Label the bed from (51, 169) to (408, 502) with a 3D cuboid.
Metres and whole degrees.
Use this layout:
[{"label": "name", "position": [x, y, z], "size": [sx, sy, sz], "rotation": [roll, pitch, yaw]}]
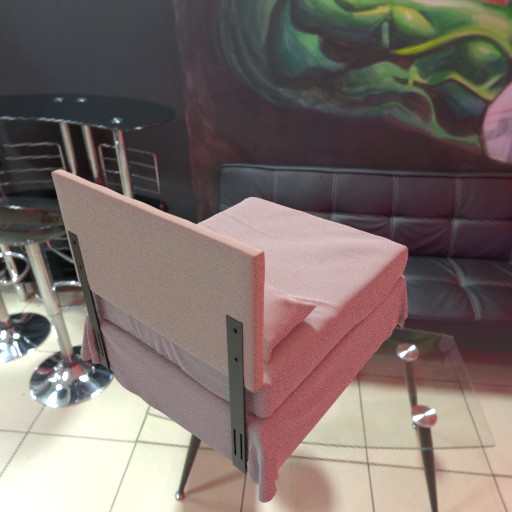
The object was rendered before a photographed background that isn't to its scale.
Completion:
[{"label": "bed", "position": [0.000, 0.000, 3.382], "size": [1.936, 1.577, 2.222], "rotation": [23, 38, 32]}]
